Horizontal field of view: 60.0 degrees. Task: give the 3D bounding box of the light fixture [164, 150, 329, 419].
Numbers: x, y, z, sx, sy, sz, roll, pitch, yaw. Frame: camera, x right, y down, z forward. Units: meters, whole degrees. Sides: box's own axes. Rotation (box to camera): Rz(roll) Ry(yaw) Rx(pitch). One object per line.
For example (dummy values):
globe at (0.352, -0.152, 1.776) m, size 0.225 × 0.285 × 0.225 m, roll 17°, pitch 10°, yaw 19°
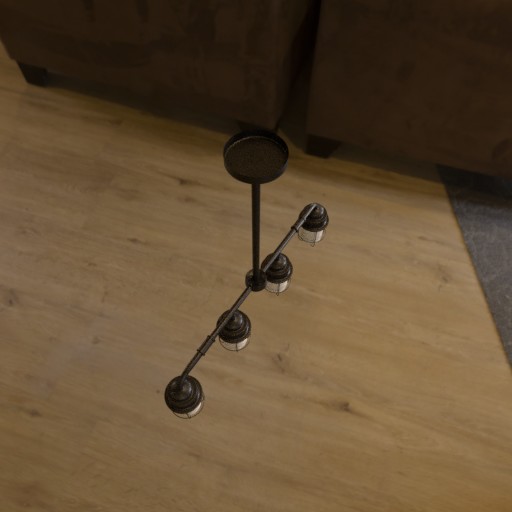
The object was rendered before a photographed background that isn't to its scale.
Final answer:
light fixture at (0.000, 0.000, 1.215) m, size 0.131 × 0.785 × 0.852 m, roll 30°, pitch 63°, yaw 17°
